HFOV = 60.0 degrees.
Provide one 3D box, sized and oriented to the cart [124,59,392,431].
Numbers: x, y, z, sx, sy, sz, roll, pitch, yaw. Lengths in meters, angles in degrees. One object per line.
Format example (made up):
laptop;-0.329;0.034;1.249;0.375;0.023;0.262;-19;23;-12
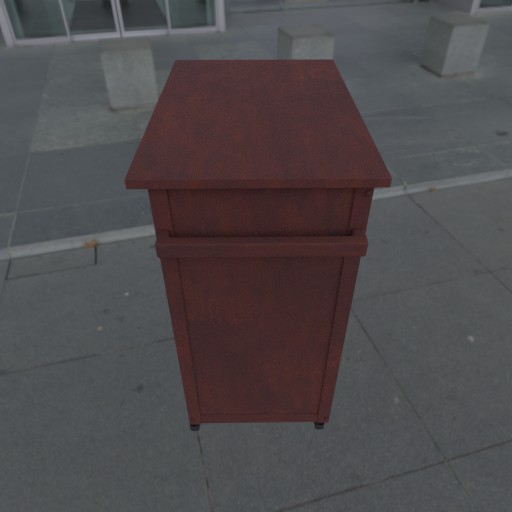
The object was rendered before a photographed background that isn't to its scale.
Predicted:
cart;0.000;0.000;1.255;0.442;0.864;0.683;0;40;-1
